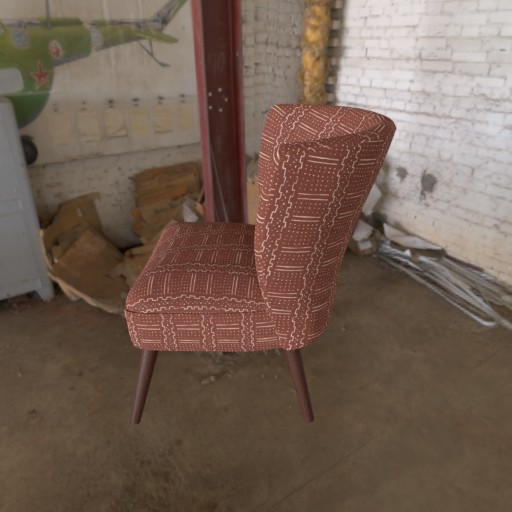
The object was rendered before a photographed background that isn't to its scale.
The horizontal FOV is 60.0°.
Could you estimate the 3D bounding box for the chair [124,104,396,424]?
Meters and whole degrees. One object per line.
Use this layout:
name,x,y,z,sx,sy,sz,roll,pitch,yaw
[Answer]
chair,0.000,0.000,1.413,0.758,0.866,0.706,0,26,1
